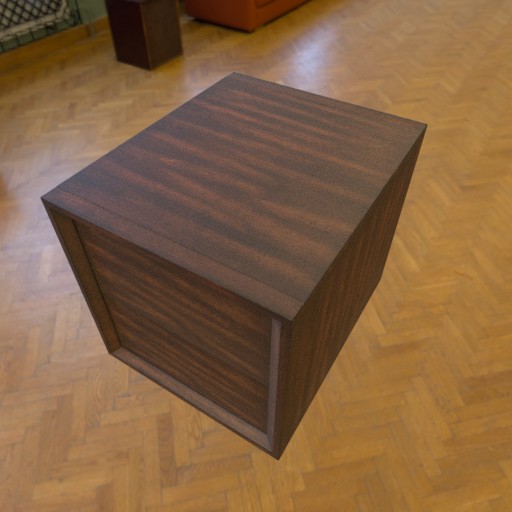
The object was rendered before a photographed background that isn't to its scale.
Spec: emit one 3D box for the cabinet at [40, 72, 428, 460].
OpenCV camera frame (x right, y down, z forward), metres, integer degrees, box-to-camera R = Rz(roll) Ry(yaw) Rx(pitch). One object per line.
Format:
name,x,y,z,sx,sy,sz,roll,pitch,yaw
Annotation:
cabinet,0.000,0.000,0.857,0.402,0.455,0.500,24,50,22
